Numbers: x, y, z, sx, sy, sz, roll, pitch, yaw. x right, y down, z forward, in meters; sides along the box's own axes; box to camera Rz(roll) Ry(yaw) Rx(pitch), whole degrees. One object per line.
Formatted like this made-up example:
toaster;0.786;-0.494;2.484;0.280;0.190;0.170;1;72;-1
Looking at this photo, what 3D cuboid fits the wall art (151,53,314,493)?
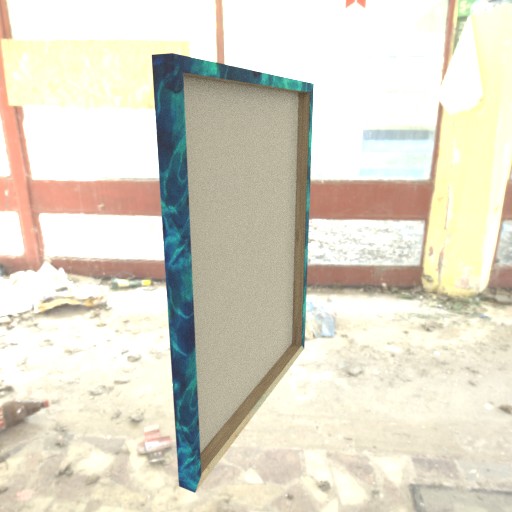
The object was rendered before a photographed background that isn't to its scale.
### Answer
wall art;0.000;0.000;0.993;0.038;0.760;0.609;8;19;24
